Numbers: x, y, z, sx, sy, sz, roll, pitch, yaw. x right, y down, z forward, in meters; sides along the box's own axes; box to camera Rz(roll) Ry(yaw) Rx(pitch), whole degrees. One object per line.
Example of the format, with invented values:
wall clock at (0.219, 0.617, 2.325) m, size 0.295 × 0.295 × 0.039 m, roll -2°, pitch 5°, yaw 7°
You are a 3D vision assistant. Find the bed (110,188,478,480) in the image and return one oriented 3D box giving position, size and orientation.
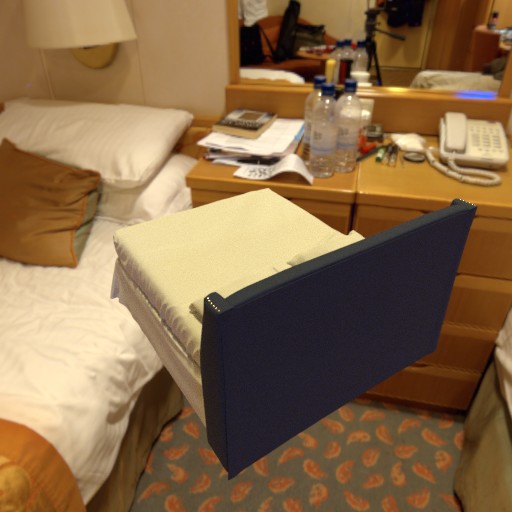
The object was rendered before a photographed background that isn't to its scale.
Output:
bed at (0.000, 0.000, 3.499) m, size 1.925 × 1.332 × 2.276 m, roll -20°, pitch 38°, yaw -28°
